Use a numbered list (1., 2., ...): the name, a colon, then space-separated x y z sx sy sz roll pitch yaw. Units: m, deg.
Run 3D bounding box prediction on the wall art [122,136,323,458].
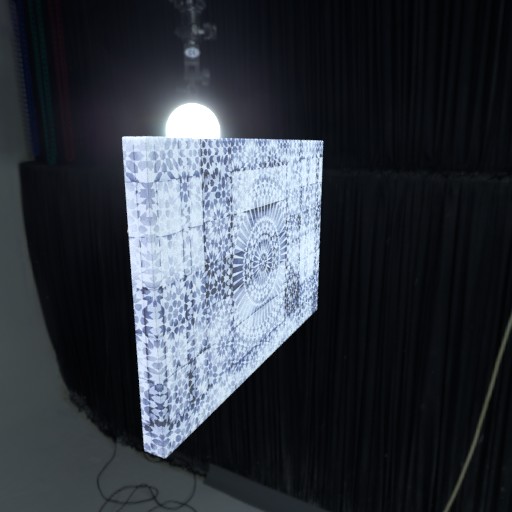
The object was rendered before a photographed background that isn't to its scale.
1. wall art: 0.000 0.000 1.195 0.057 0.608 0.911 7 16 26
